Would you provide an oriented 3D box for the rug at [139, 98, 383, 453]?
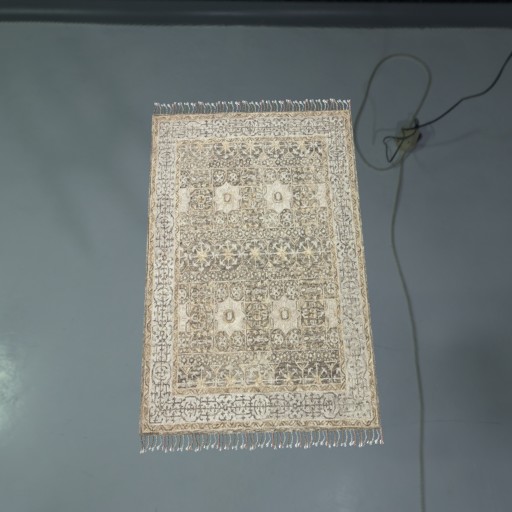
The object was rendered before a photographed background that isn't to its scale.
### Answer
[{"bbox_3d":[0.000,0.000,2.504,1.237,0.010,2.029,-1,74,0],"label":"rug"}]
